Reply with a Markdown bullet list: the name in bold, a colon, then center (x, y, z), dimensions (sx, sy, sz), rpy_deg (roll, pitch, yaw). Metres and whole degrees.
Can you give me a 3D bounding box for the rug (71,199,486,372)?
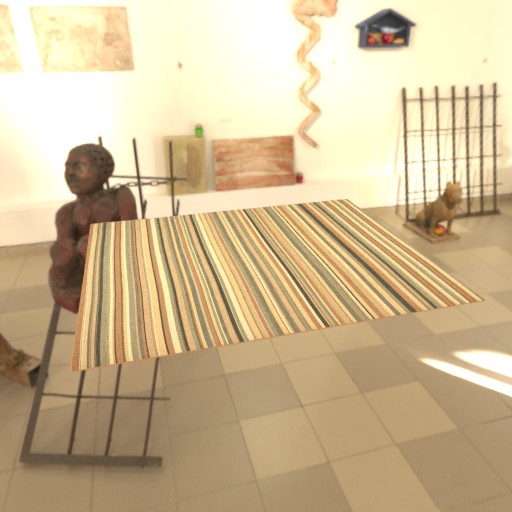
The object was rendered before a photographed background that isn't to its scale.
- **rug**: center (0.000, 0.000, 4.123), dimensions (3.045, 0.011, 2.436), rpy_deg (-7, 28, -14)
